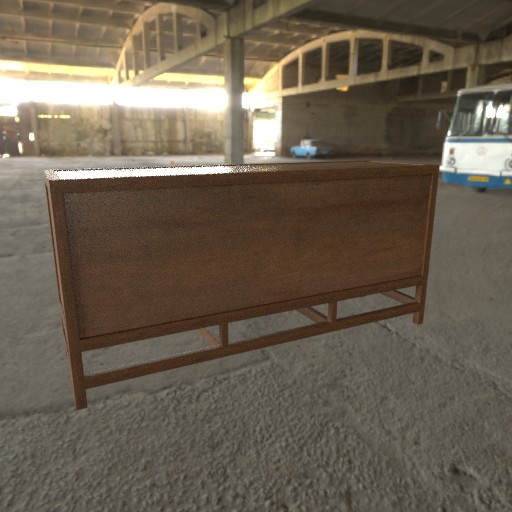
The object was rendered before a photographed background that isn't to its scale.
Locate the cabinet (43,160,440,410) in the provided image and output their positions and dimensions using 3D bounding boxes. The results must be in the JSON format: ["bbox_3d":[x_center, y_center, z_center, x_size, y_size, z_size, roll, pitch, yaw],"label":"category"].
[{"bbox_3d":[0.000,0.000,2.082,1.708,0.820,0.522,-7,17,-26],"label":"cabinet"}]
